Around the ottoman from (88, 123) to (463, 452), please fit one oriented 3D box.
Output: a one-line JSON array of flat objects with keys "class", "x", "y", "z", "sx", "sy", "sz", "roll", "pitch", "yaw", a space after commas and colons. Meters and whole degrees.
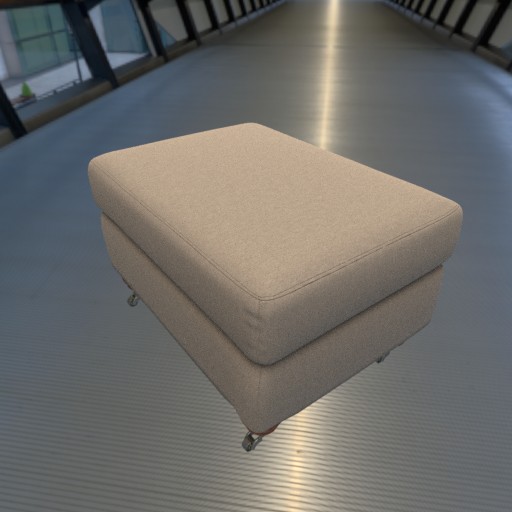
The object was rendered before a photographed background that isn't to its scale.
[{"class": "ottoman", "x": 0.000, "y": 0.000, "z": 1.147, "sx": 0.574, "sy": 0.497, "sz": 0.773, "roll": -22, "pitch": 39, "yaw": -30}]
